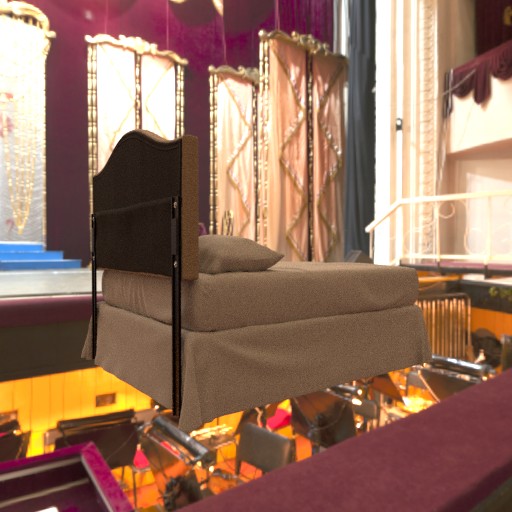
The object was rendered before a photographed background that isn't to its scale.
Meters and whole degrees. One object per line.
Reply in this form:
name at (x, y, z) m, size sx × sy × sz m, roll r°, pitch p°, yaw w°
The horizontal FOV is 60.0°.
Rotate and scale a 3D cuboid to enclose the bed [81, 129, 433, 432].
bed at (0.000, 0.000, 3.488) m, size 2.221 × 1.645 × 1.876 m, roll -1°, pitch 2°, yaw -36°
